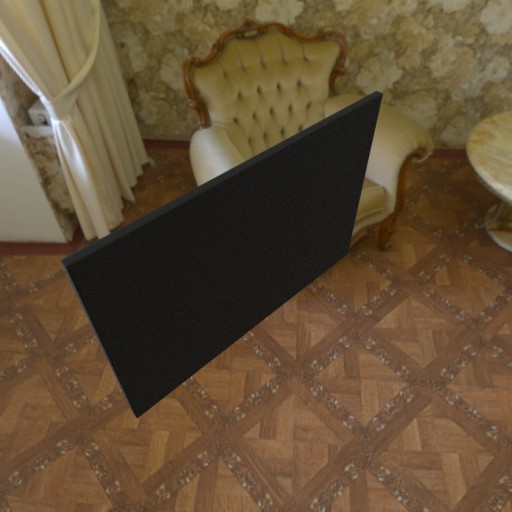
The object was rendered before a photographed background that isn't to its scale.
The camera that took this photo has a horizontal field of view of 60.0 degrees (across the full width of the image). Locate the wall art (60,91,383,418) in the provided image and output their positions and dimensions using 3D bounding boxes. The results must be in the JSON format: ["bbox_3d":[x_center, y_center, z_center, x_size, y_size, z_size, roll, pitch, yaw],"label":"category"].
[{"bbox_3d":[0.000,0.000,1.275,0.964,0.659,0.049,-33,55,-27],"label":"wall art"}]
